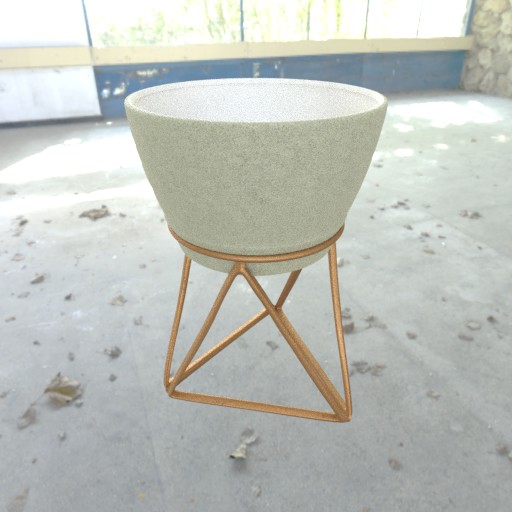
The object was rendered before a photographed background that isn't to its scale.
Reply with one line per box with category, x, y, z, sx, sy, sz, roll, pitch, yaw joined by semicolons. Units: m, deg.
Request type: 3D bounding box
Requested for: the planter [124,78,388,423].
planter;0.000;0.000;0.728;0.350;0.504;0.350;-10;31;-18
